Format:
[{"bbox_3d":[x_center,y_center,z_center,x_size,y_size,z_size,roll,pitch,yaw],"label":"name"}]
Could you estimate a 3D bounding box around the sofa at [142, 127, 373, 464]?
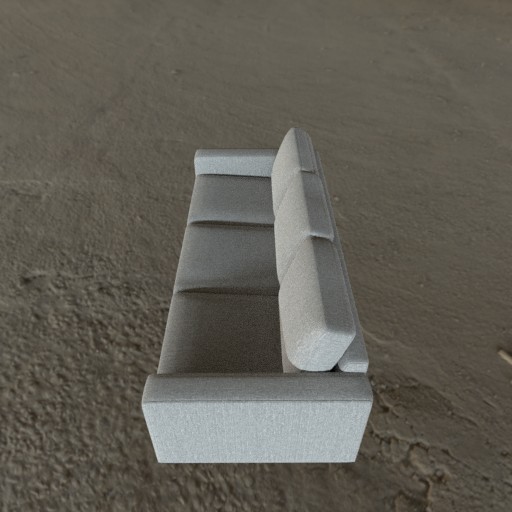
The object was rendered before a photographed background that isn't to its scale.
[{"bbox_3d":[0.000,0.000,2.576,0.900,0.800,2.120,0,40,0],"label":"sofa"}]
